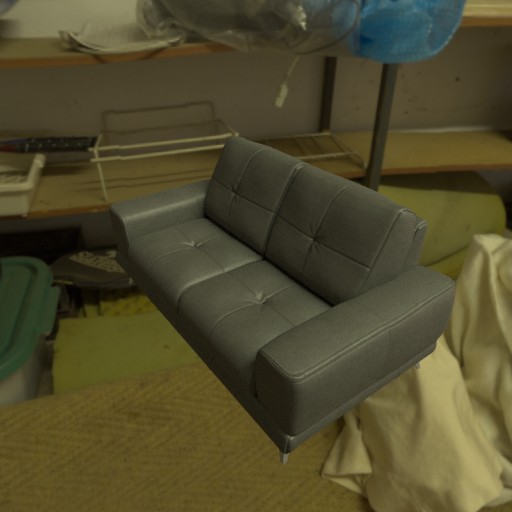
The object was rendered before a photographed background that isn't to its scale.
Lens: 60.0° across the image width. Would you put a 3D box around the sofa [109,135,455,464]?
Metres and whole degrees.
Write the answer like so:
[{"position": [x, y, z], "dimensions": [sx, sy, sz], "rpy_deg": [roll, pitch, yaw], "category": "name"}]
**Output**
[{"position": [0.000, 0.000, 2.409], "dimensions": [1.018, 0.907, 1.806], "rpy_deg": [-21, 38, -30], "category": "sofa"}]
